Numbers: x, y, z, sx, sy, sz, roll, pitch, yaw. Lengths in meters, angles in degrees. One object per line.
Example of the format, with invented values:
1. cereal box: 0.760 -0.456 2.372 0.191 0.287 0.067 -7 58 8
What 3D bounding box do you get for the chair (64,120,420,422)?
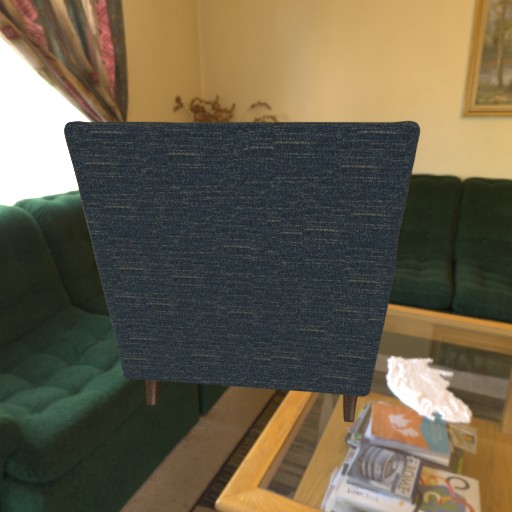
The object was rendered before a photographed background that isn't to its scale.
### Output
1. chair: 0.000 0.000 1.586 0.864 0.928 0.873 2 17 7
